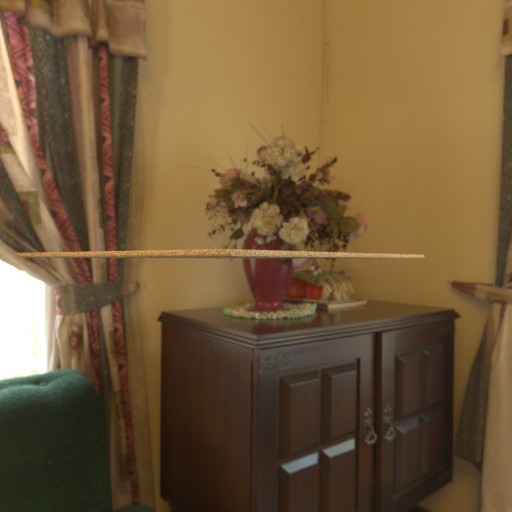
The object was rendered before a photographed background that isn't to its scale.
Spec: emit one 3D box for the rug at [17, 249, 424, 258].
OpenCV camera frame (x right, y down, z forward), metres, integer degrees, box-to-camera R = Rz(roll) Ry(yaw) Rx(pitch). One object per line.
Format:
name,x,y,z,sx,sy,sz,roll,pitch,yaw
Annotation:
rug,0.000,0.000,2.911,1.500,0.025,2.346,0,-1,36
